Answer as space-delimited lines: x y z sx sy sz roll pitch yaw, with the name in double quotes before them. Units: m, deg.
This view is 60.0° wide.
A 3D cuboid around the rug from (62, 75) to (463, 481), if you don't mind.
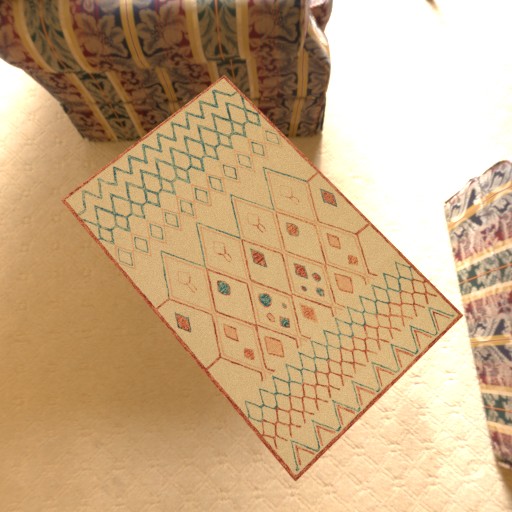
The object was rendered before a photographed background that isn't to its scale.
"rug" 0.000 0.000 3.039 1.524 0.015 2.438 -41 80 -9
